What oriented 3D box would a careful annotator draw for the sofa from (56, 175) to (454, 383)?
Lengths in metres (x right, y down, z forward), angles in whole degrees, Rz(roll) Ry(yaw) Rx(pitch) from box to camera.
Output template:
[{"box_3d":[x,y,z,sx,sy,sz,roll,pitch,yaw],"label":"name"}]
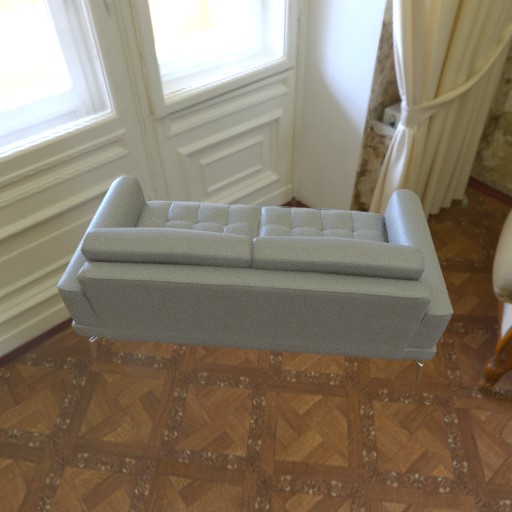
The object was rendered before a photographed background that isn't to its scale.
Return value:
[{"box_3d":[0.000,0.000,2.822,2.177,0.930,1.121,3,45,3],"label":"sofa"}]
